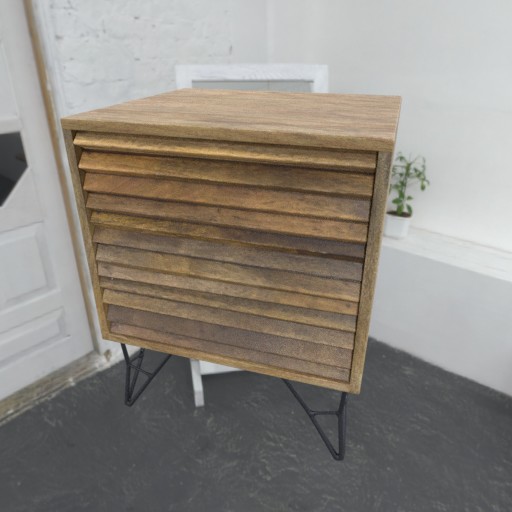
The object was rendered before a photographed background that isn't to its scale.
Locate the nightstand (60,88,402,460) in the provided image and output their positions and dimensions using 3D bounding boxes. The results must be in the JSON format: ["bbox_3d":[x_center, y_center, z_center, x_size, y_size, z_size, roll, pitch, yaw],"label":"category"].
[{"bbox_3d":[0.000,0.000,0.860,0.457,0.559,0.406,8,28,16],"label":"nightstand"}]
